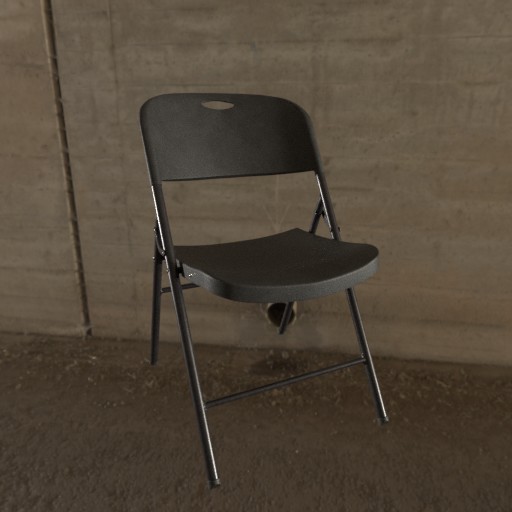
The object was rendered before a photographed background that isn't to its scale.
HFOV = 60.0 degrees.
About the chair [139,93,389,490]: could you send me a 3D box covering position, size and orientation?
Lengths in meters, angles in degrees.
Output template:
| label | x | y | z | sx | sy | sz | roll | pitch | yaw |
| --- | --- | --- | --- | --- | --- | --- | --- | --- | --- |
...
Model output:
| label | x | y | z | sx | sy | sz | roll | pitch | yaw |
| --- | --- | --- | --- | --- | --- | --- | --- | --- | --- |
| chair | 0.000 | 0.000 | 1.149 | 0.494 | 0.810 | 0.566 | -9 | 20 | -25 |
